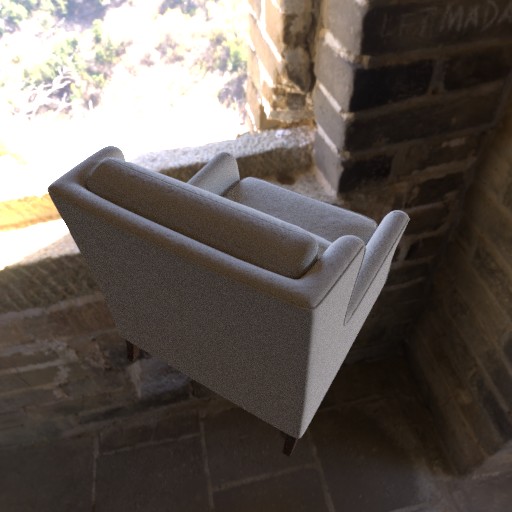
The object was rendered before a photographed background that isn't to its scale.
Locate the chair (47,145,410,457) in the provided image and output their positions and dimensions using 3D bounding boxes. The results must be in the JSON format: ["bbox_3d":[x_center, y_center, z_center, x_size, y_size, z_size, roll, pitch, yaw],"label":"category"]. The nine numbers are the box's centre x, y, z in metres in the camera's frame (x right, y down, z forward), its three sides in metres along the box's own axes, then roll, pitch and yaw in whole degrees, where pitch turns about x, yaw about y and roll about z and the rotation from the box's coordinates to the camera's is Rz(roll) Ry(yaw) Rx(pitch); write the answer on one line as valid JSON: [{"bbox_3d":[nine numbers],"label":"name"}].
[{"bbox_3d":[0.000,0.000,1.856,0.982,1.056,1.040,23,50,21],"label":"chair"}]
